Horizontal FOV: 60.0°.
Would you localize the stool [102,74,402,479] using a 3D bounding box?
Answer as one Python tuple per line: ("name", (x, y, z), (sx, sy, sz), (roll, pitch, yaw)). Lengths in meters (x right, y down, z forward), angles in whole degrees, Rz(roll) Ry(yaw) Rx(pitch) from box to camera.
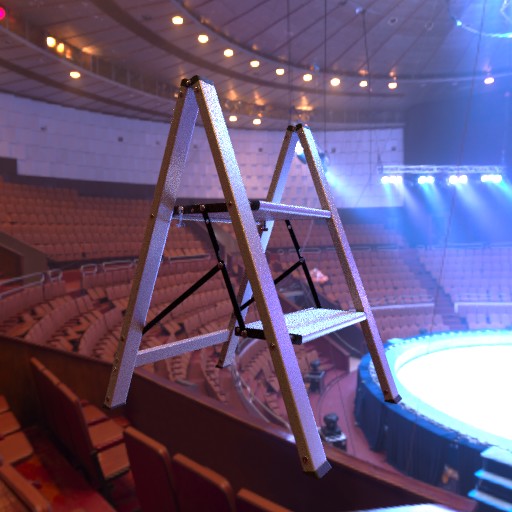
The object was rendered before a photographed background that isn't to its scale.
("stool", (0.000, 0.000, 1.002), (0.535, 0.670, 0.440), (1, 2, 35))
